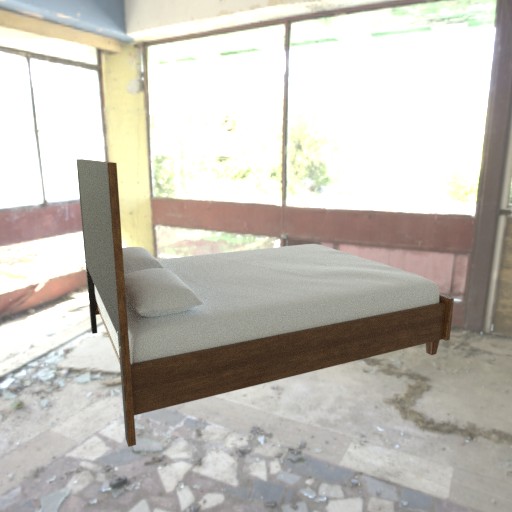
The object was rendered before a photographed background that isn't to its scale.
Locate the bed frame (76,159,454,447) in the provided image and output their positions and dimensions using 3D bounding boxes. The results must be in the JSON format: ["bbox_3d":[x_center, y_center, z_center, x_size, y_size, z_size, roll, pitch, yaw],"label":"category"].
[{"bbox_3d":[0.000,0.000,3.323,2.276,1.417,1.696,-6,14,-25],"label":"bed frame"}]
